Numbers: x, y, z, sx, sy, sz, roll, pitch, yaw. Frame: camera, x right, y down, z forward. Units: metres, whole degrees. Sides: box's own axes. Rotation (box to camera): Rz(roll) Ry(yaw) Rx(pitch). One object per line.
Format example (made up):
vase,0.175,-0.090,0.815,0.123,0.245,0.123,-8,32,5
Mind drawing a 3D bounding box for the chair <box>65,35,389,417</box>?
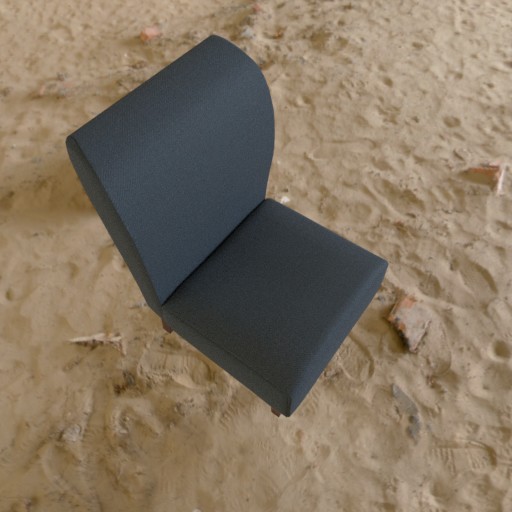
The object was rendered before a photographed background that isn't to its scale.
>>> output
chair,0.000,0.000,1.159,0.592,0.804,0.513,31,63,18
